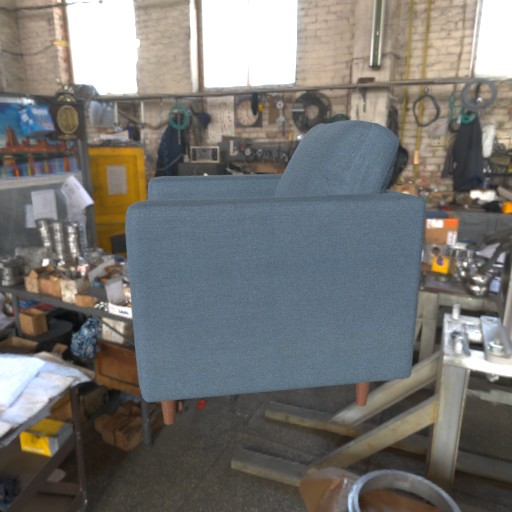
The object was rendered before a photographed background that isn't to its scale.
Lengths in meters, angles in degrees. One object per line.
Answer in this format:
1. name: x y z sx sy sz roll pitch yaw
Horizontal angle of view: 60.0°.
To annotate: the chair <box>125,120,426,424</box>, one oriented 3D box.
1. chair: 0.000 0.000 1.580 0.820 0.922 0.855 -2 15 -9
